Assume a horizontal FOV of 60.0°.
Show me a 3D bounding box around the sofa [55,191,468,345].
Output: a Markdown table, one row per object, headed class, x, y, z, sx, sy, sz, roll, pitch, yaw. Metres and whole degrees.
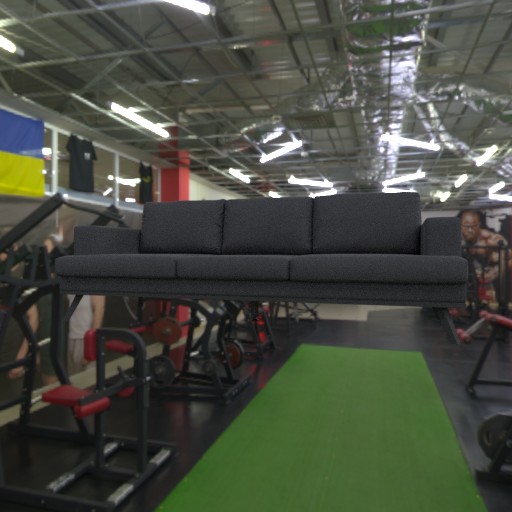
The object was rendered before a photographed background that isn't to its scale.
| class | x | y | z | sx | sy | sz | roll | pitch | yaw |
| --- | --- | --- | --- | --- | --- | --- | --- | --- | --- |
| sofa | 0.000 | 0.000 | 2.775 | 2.310 | 0.810 | 0.920 | 0 | 0 | 18 |
